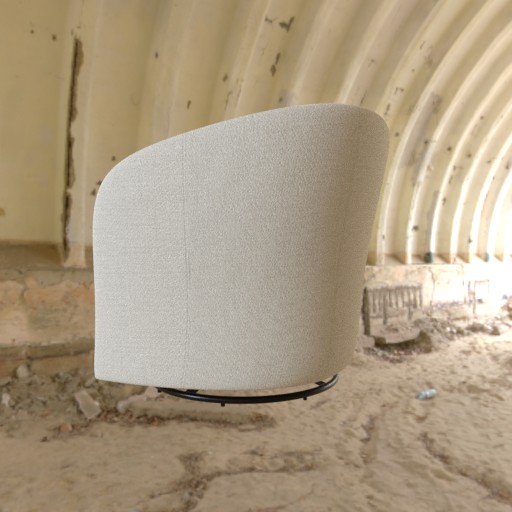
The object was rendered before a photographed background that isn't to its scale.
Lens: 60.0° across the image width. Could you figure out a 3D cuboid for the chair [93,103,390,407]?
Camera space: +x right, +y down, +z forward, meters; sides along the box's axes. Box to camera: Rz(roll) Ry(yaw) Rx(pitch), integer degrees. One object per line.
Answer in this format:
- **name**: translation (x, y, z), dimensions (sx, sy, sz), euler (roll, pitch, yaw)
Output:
- **chair**: translation (0.000, 0.000, 1.410), dimensions (0.815, 0.771, 0.791), euler (0, 0, 17)
